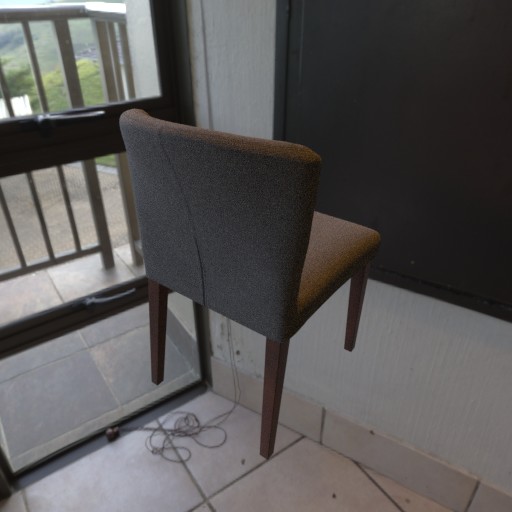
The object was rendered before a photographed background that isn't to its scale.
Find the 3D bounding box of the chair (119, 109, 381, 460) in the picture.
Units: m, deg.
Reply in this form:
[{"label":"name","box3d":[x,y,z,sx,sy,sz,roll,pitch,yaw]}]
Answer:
[{"label":"chair","box3d":[0.000,0.000,1.205,0.491,0.839,0.589,22,38,30]}]
